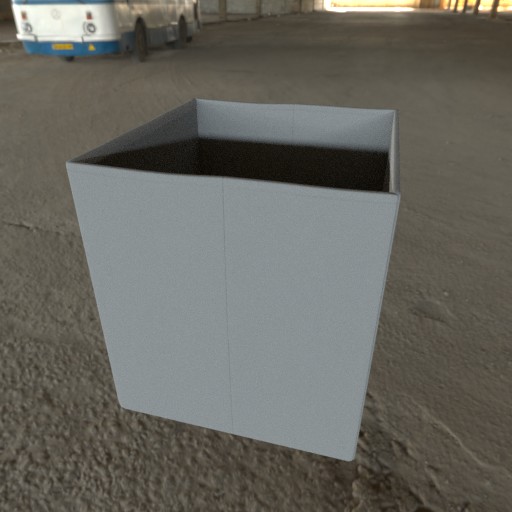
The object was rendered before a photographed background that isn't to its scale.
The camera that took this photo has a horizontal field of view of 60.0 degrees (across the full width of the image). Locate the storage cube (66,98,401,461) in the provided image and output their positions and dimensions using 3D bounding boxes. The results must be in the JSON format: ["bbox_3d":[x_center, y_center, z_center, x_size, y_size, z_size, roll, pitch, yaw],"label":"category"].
[{"bbox_3d":[0.000,0.000,0.497,0.270,0.280,0.270,8,31,13],"label":"storage cube"}]
